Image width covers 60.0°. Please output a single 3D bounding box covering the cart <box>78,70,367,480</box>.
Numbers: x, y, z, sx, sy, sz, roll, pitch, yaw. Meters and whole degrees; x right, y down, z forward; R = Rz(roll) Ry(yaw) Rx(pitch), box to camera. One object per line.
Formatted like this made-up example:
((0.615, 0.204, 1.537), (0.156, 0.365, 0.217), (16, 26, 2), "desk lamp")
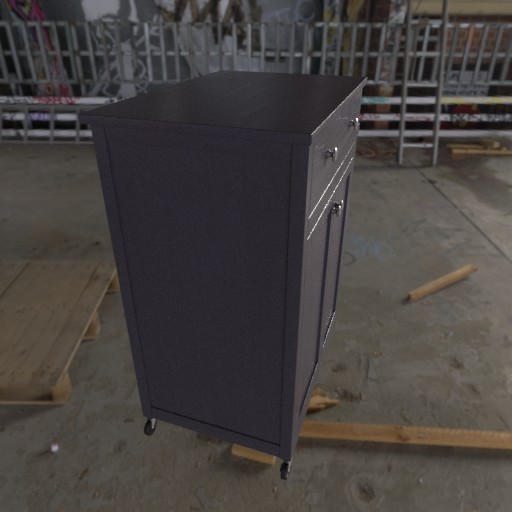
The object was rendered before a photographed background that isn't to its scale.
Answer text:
((0.000, 0.000, 1.242), (0.449, 0.878, 0.690), (10, 31, 17), "cart")
